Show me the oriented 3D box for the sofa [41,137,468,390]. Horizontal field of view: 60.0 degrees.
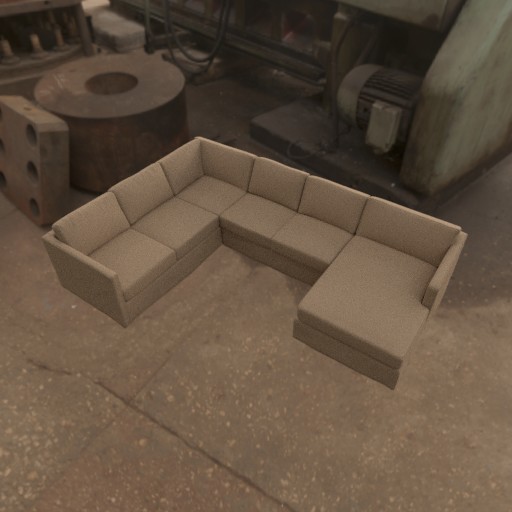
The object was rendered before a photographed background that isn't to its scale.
[{"bbox_3d":[0.000,0.000,4.498,3.460,0.882,2.427,25,48,25],"label":"sofa"}]
